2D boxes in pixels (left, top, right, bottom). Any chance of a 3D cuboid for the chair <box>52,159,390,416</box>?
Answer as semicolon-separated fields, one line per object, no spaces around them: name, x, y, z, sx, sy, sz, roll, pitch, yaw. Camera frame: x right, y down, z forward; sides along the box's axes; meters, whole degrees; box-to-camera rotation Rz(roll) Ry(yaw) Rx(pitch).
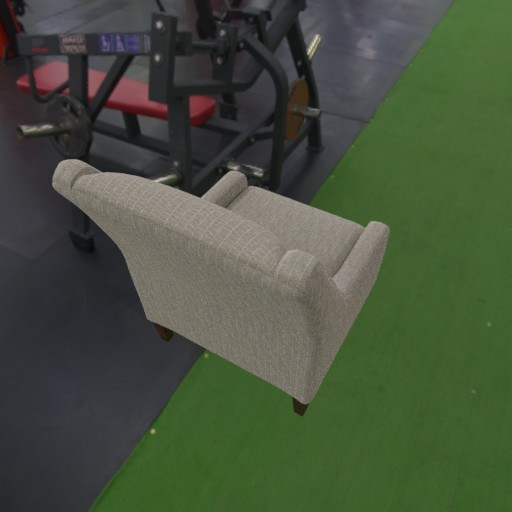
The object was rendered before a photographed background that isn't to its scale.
chair;0.000;0.000;1.622;0.774;1.014;0.870;23;50;21
